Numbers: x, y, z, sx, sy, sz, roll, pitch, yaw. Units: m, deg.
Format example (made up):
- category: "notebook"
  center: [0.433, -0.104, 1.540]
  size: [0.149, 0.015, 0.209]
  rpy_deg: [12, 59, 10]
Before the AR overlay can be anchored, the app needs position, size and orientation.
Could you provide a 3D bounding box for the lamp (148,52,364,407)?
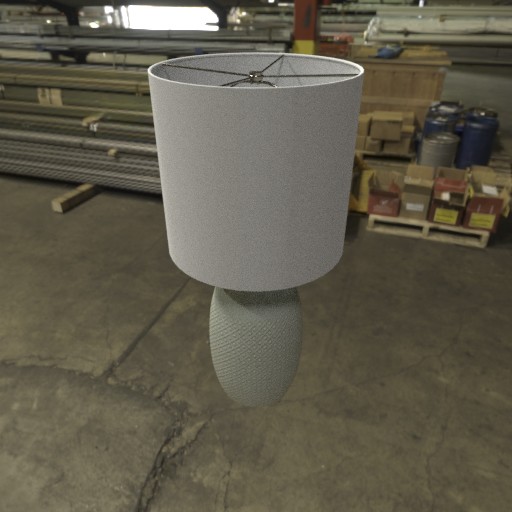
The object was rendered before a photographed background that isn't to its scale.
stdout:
- category: "lamp"
  center: [0.000, 0.000, 0.570]
  size: [0.217, 0.453, 0.217]
  rpy_deg: [10, 33, 16]
